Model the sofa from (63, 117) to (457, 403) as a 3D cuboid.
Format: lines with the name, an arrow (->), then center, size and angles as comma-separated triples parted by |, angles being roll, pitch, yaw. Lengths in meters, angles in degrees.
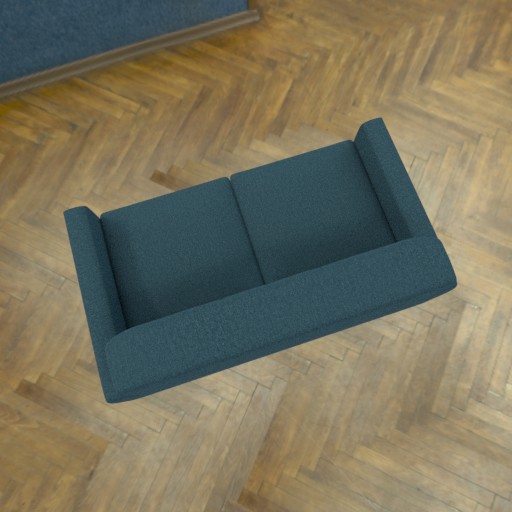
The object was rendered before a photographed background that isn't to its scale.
sofa -> 0.000, 0.000, 2.205 | 1.651, 0.896, 0.942 | -18, 75, -5
